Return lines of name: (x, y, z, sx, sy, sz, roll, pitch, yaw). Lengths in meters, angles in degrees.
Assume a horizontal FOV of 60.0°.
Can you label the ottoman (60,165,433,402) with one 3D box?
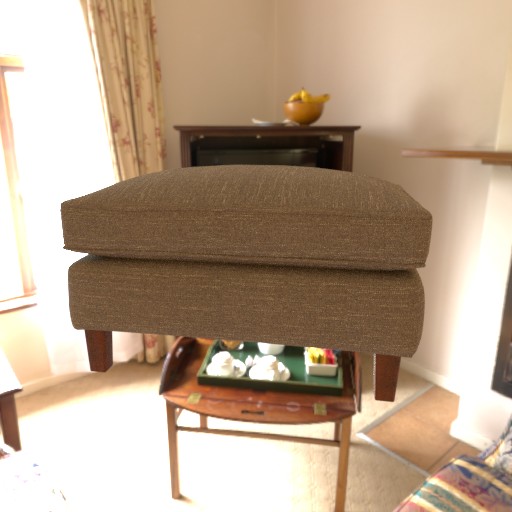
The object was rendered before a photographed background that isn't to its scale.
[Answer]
ottoman: (0.000, 0.000, 1.016, 0.686, 0.406, 0.508, 3, 15, 10)
